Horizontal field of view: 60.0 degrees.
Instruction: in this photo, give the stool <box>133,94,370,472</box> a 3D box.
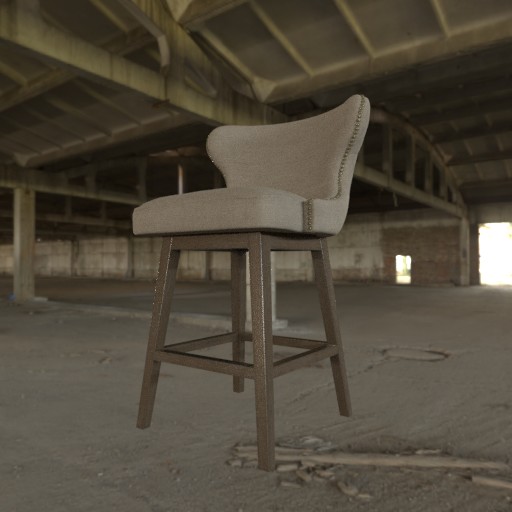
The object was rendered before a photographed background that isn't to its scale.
[{"bbox_3d":[0.000,0.000,1.337,0.615,0.972,0.597,-1,-1,36],"label":"stool"}]
